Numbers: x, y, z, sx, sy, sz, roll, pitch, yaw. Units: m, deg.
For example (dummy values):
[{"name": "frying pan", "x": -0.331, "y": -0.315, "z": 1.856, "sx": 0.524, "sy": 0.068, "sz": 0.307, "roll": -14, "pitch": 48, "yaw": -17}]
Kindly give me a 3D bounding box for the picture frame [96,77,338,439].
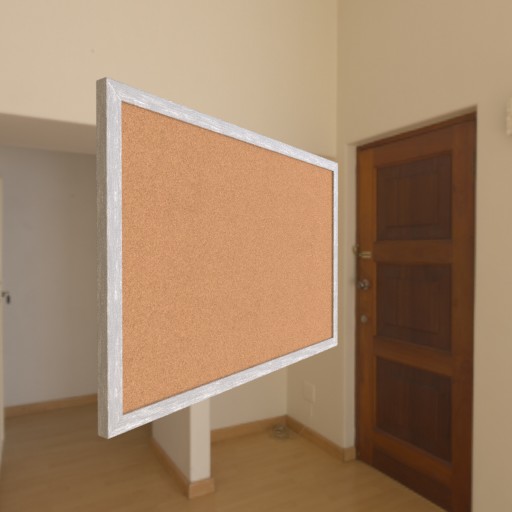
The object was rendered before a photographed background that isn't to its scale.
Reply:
[{"name": "picture frame", "x": 0.000, "y": 0.000, "z": 1.179, "sx": 0.029, "sy": 0.640, "sz": 0.950, "roll": 1, "pitch": 1, "yaw": 35}]
